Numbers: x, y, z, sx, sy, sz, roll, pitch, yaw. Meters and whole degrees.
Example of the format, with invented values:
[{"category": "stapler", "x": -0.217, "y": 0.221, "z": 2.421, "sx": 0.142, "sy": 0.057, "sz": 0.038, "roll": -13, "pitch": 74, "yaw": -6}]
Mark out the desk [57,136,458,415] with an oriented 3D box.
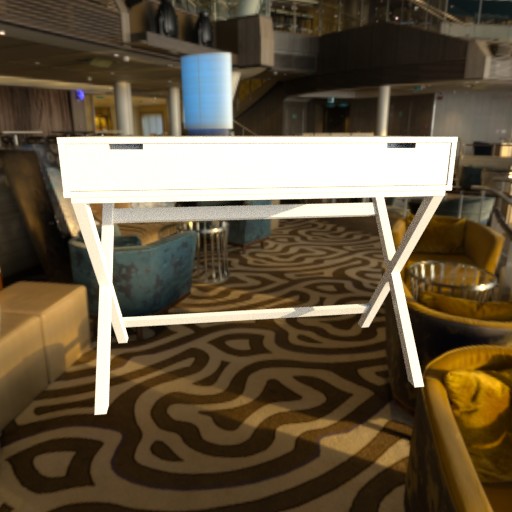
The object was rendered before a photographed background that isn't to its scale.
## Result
[{"category": "desk", "x": 0.000, "y": 0.000, "z": 1.499, "sx": 1.059, "sy": 0.780, "sz": 0.509, "roll": -2, "pitch": 16, "yaw": -8}]
